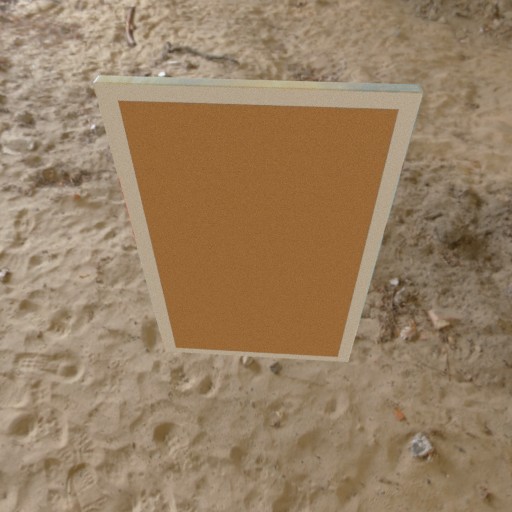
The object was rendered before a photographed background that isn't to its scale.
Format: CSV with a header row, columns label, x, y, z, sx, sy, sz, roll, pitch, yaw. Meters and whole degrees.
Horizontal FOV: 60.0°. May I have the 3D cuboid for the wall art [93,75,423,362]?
label,x,y,z,sx,sy,sz,roll,pitch,yaw
wall art,0.000,0.000,1.146,0.605,0.915,0.037,3,46,3
